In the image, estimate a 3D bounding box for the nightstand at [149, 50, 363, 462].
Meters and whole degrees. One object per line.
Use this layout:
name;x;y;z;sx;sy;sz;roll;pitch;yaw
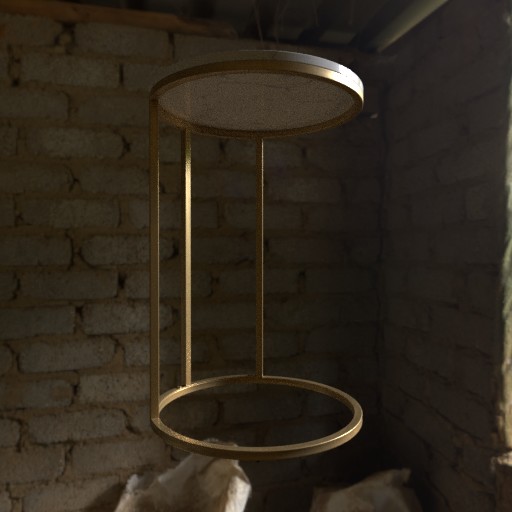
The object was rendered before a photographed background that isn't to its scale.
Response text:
nightstand;0.000;0.000;0.854;0.400;0.610;0.400;0;1;37
